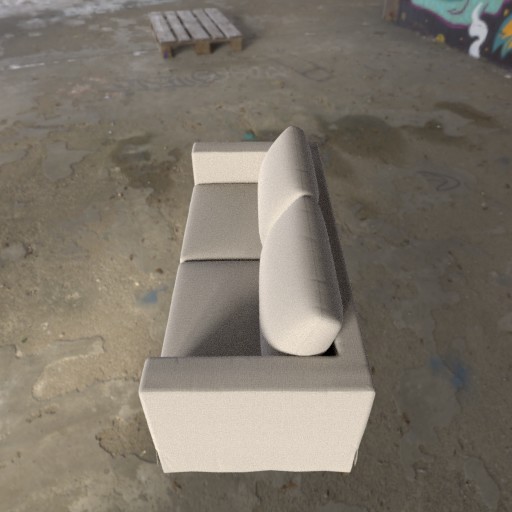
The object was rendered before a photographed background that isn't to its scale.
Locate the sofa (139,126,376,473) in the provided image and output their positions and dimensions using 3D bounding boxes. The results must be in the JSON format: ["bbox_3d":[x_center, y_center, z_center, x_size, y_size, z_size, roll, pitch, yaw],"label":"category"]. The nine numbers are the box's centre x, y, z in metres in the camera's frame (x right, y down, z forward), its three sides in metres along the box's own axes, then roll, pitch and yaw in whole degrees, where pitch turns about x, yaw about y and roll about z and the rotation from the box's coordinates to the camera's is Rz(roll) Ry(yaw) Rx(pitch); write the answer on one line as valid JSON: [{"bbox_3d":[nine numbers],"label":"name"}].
[{"bbox_3d":[0.000,0.000,2.660,0.954,0.881,2.163,0,41,0],"label":"sofa"}]
